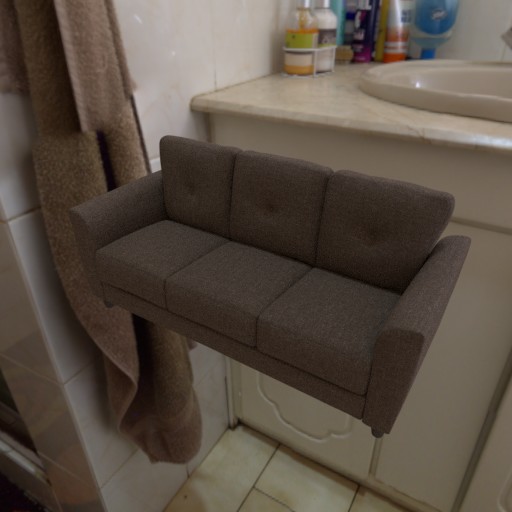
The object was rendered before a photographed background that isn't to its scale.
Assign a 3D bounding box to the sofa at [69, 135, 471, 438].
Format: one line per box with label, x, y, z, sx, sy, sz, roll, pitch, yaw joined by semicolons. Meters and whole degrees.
sofa;0.000;0.000;2.268;1.847;0.891;0.837;18;35;28
